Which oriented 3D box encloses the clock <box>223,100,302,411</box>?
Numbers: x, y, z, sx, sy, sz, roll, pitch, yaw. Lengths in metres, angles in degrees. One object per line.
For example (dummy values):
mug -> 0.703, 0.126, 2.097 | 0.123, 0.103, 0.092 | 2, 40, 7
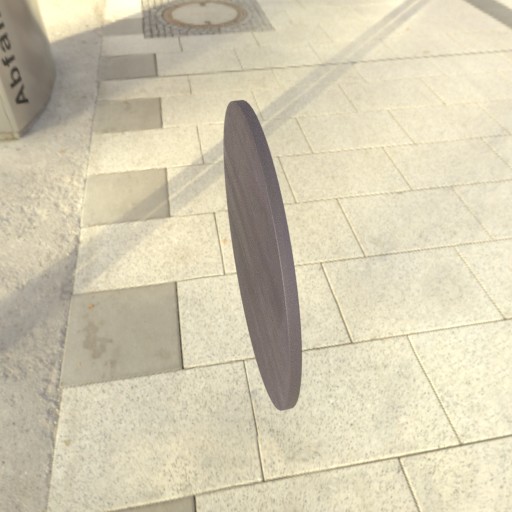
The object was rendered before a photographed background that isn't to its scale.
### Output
clock -> 0.000, 0.000, 0.893 | 0.029, 0.595, 0.595 | -9, 47, -9
